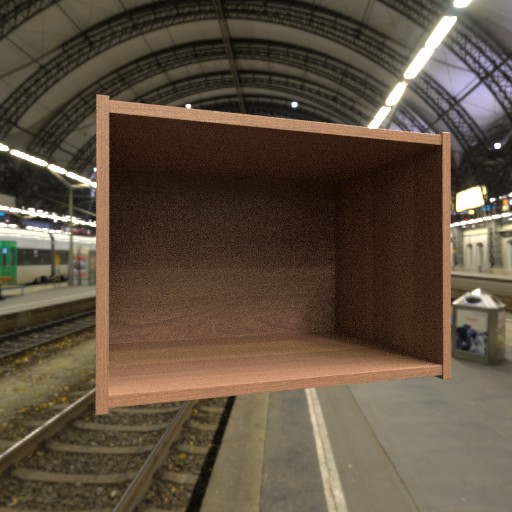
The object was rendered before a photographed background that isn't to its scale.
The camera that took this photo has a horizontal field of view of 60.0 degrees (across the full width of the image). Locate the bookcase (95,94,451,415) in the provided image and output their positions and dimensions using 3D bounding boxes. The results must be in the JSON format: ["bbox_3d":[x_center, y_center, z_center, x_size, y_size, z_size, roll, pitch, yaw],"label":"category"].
[{"bbox_3d":[0.000,0.000,0.623,0.415,0.305,0.290,0,0,-18],"label":"bookcase"}]
